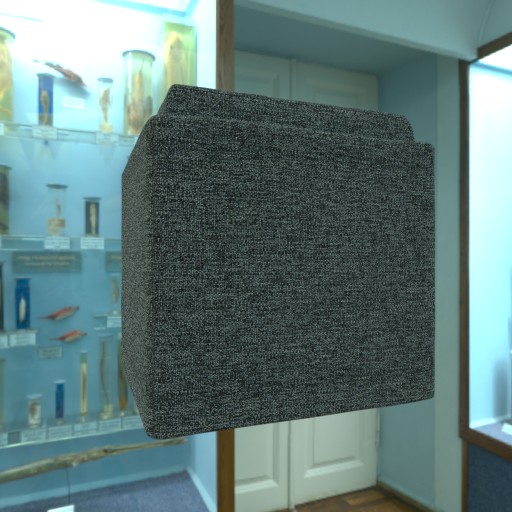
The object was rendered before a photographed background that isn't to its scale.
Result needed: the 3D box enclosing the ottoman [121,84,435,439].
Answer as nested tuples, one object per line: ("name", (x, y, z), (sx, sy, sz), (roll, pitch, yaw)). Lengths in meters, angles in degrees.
("ottoman", (0.000, 0.000, 0.814), (0.450, 0.463, 0.450), (0, 0, -21))
